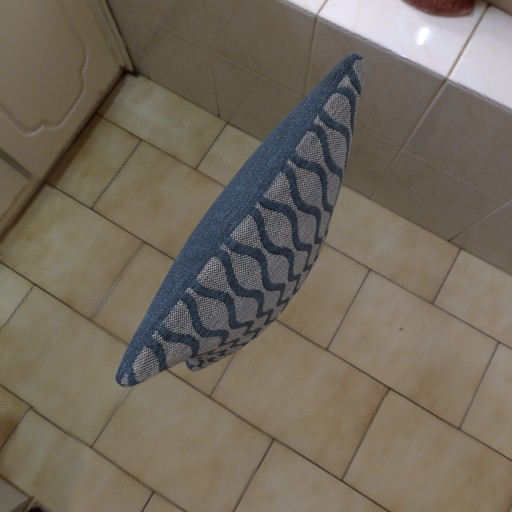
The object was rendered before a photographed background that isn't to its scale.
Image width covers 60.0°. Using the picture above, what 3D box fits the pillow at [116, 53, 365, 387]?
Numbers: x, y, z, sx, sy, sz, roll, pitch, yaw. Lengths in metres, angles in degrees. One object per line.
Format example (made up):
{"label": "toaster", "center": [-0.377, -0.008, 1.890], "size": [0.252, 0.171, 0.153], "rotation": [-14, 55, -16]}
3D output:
{"label": "pillow", "center": [0.000, 0.000, 0.660], "size": [0.159, 0.435, 0.435], "rotation": [33, 78, 8]}
